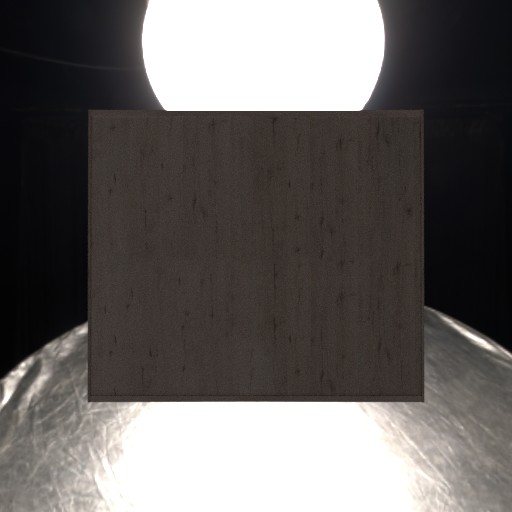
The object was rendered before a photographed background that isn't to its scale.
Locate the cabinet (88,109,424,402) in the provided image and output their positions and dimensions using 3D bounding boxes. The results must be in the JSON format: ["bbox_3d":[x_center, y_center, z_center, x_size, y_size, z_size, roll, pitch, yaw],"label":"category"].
[{"bbox_3d":[0.000,0.000,3.628,2.500,2.180,0.660,0,0,0],"label":"cabinet"}]
